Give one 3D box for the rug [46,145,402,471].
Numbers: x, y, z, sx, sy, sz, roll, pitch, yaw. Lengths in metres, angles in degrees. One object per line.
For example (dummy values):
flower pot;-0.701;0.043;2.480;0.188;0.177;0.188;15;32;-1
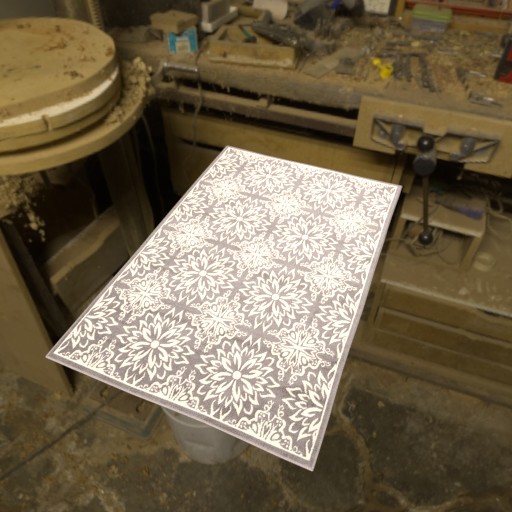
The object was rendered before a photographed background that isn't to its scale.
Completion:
rug;0.000;0.000;2.362;1.224;0.012;1.847;17;48;16
